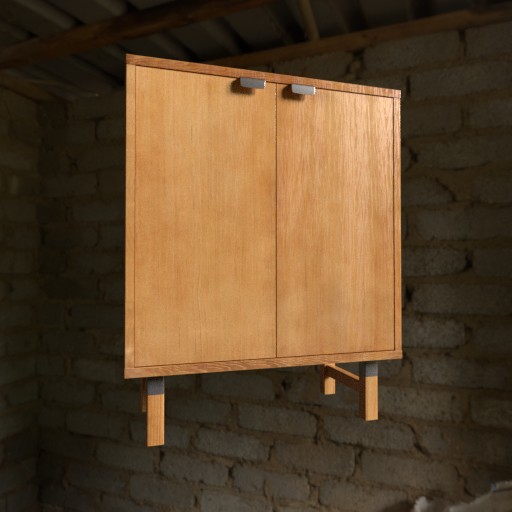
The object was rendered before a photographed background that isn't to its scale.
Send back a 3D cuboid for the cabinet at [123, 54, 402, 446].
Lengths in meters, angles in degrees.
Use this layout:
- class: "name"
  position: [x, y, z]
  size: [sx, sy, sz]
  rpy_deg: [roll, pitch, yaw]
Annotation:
- class: "cabinet"
  position: [0.000, 0.000, 1.400]
  size: [0.800, 1.001, 0.419]
  rpy_deg: [0, -1, -17]
